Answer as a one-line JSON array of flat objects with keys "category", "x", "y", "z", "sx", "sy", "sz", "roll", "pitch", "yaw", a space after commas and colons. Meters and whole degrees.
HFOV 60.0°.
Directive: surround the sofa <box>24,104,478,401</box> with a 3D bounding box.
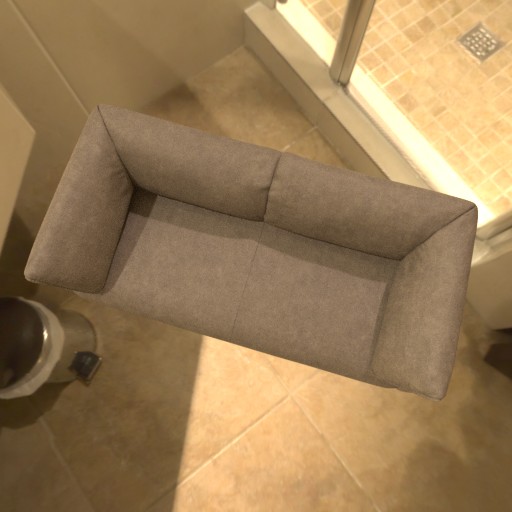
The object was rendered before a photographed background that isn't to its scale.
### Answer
[{"category": "sofa", "x": 0.000, "y": 0.000, "z": 2.253, "sx": 1.878, "sy": 0.747, "sz": 0.905, "roll": 16, "pitch": 77, "yaw": 4}]
